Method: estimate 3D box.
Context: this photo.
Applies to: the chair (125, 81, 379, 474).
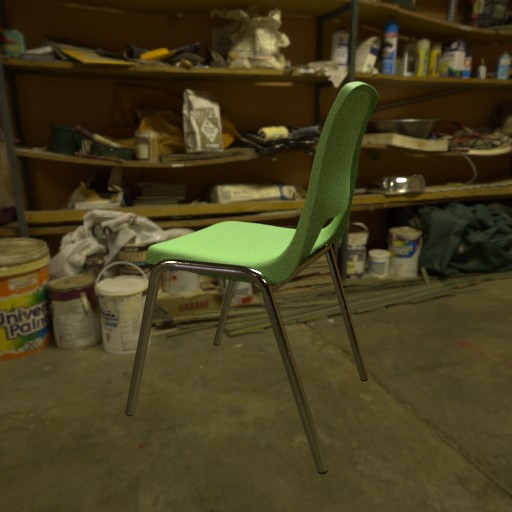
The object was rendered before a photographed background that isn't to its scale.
[{"bbox_3d":[0.000,0.000,0.922,0.436,0.653,0.381,7,16,25],"label":"chair"}]
